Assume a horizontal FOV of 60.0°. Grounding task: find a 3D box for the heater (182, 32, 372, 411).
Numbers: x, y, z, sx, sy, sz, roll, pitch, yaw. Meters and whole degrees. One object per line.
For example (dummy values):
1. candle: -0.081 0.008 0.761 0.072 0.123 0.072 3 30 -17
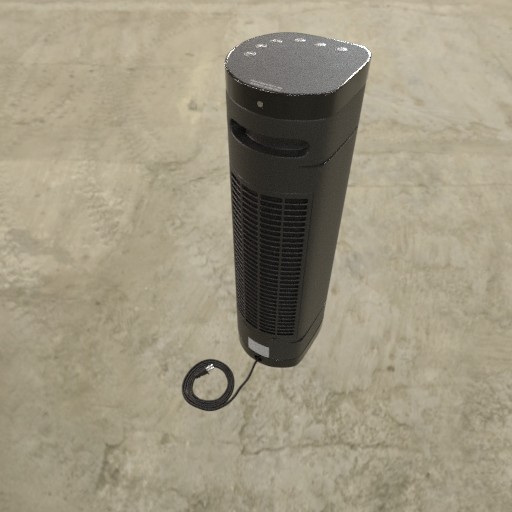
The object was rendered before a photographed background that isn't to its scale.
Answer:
1. heater: 0.000 0.000 0.682 0.174 0.552 0.312 24 50 21
